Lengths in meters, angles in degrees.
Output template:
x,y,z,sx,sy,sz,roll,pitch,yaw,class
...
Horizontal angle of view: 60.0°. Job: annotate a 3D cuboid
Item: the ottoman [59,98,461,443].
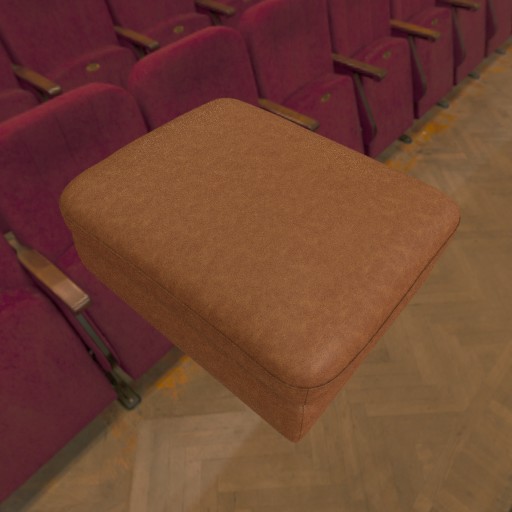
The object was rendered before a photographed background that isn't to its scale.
x,y,z,sx,sy,sz,roll,pitch,yaw,class
0.000,0.000,1.094,0.747,0.478,0.593,32,55,26,ottoman
